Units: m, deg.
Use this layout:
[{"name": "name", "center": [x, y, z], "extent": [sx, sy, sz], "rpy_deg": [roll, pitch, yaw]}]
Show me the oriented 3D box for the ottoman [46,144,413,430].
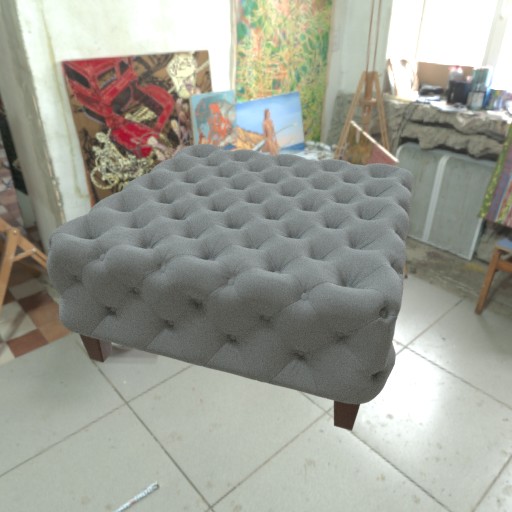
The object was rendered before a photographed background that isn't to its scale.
[{"name": "ottoman", "center": [0.000, 0.000, 1.434], "extent": [0.917, 0.439, 0.911], "rpy_deg": [10, 32, 16]}]
